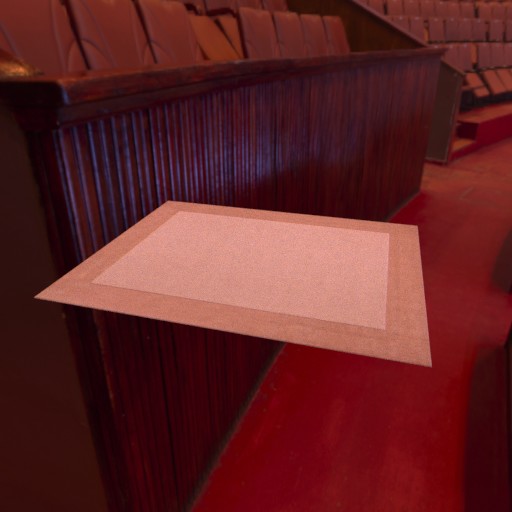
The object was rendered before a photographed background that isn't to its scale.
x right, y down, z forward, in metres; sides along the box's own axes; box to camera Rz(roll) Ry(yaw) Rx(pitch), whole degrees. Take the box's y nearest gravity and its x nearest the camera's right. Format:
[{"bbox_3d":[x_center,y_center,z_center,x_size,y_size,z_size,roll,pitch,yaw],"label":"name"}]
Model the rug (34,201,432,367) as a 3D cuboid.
[{"bbox_3d":[0.000,0.000,4.270,3.048,0.014,2.438,7,27,14],"label":"rug"}]
